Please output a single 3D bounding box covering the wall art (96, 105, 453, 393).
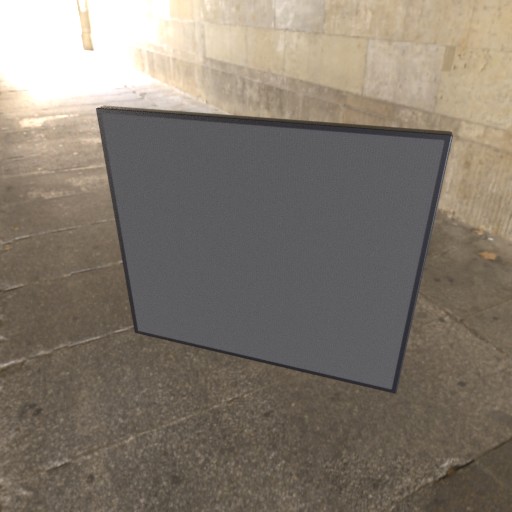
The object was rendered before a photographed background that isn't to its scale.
[{"bbox_3d":[0.000,0.000,0.740,0.521,0.450,0.018,9,31,16],"label":"wall art"}]
